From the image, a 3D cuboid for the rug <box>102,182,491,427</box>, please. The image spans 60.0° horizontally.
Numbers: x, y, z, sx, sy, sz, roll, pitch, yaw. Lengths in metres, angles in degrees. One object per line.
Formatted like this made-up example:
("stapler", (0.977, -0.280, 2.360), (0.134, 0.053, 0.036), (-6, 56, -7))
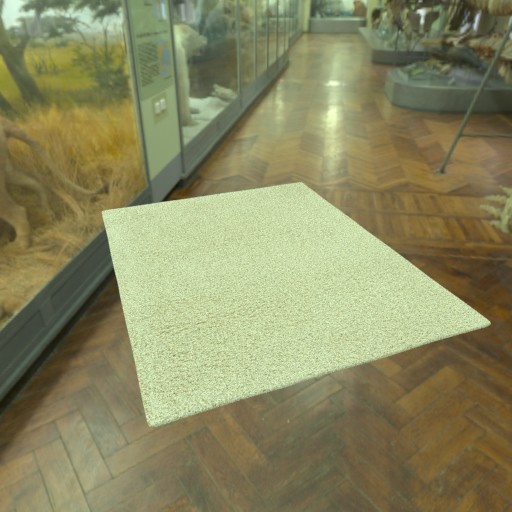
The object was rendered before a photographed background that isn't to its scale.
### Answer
("rug", (0.000, 0.000, 4.008), (2.438, 0.029, 3.047), (-11, 32, -18))
